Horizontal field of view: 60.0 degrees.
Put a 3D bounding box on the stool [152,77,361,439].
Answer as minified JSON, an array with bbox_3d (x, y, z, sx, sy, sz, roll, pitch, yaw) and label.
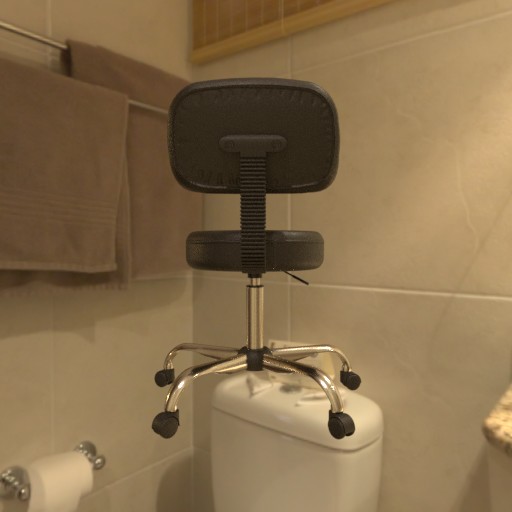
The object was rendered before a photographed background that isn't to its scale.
[{"bbox_3d":[0.000,0.000,1.346,0.673,0.862,0.648,0,2,1],"label":"stool"}]
